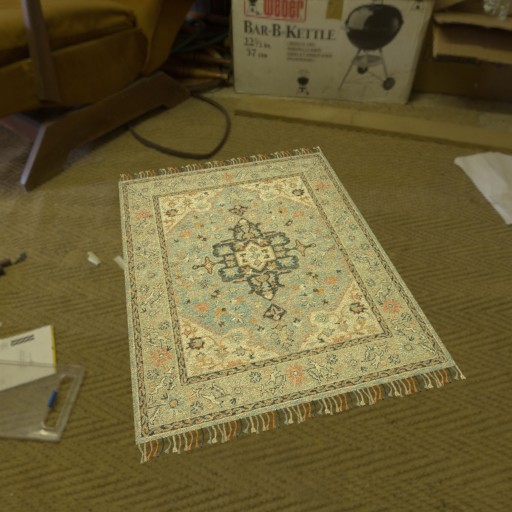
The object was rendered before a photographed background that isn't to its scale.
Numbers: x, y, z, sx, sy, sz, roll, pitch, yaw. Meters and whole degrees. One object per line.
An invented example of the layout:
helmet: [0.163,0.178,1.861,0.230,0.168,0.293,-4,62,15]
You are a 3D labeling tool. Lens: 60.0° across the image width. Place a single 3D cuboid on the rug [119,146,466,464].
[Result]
rug: [0.000,0.000,3.399,1.971,0.010,2.651,-10,47,-10]
